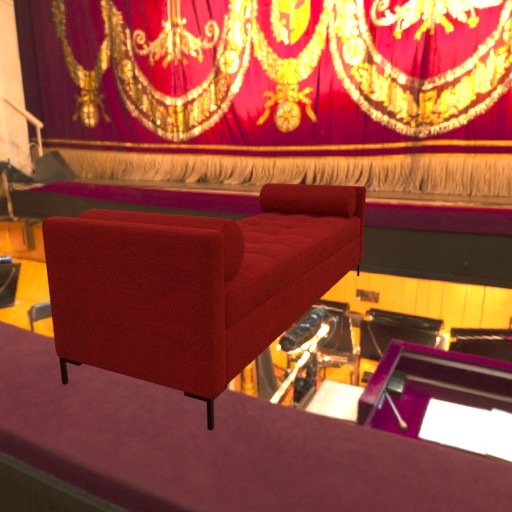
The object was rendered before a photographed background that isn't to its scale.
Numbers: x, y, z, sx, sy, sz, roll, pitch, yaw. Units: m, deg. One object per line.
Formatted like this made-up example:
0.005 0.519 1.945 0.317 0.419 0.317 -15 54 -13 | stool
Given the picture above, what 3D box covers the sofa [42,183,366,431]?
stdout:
0.000 0.000 2.302 0.686 0.635 1.981 6 15 25 | sofa
